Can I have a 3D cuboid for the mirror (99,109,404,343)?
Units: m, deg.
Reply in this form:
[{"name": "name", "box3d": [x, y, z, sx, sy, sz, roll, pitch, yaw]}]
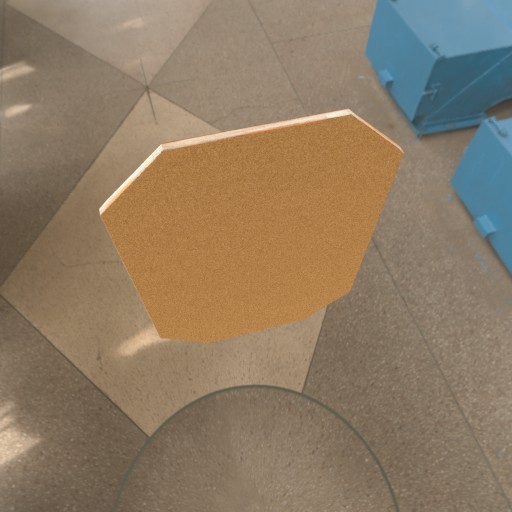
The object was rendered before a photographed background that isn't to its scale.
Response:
[{"name": "mirror", "box3d": [0.000, 0.000, 1.319, 0.709, 1.015, 0.061, -13, 59, -8]}]
